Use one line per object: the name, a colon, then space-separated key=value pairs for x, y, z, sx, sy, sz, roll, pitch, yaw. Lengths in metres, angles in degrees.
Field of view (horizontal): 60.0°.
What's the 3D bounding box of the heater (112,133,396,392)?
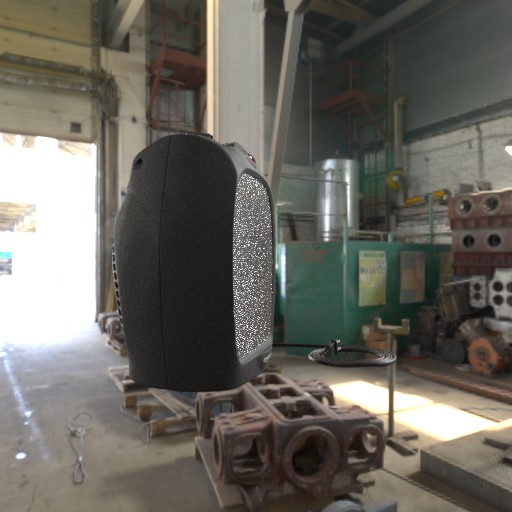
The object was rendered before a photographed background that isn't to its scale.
heater: x=0.000 y=0.000 z=0.475 sx=0.291 sy=0.240 sz=0.239 roll=0 pitch=0 yaw=16
